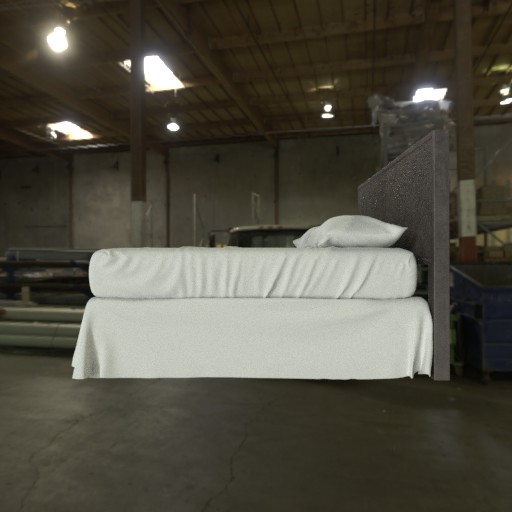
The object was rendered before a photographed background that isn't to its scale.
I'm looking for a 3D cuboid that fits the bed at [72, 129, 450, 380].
[{"bbox_3d":[0.000,0.000,2.839,1.785,1.142,1.772,0,0,1],"label":"bed"}]
